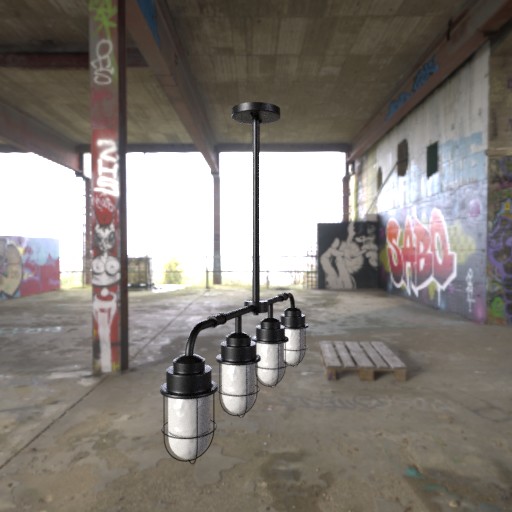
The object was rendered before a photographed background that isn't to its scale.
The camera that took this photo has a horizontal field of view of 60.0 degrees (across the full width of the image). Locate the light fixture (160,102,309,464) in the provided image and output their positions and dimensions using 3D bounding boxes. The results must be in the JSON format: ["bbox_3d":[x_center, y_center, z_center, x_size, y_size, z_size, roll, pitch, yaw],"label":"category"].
[{"bbox_3d":[0.000,0.000,1.199,0.131,0.785,0.852,0,1,20],"label":"light fixture"}]
